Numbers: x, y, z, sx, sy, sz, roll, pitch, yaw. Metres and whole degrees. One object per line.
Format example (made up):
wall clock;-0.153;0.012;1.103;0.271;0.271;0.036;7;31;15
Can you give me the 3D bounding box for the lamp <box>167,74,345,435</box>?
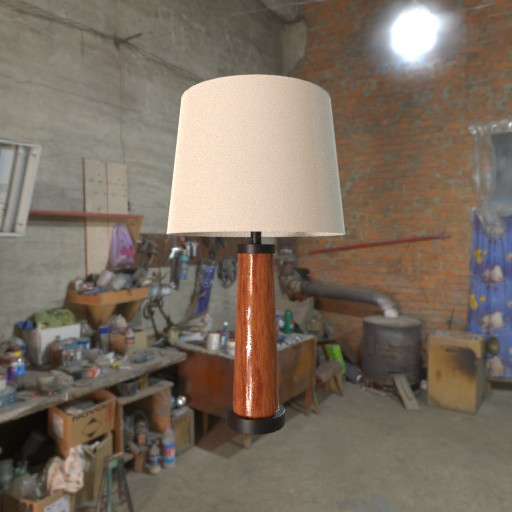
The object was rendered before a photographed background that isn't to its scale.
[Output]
lamp;0.000;0.000;0.881;0.349;0.667;0.349;0;1;0
